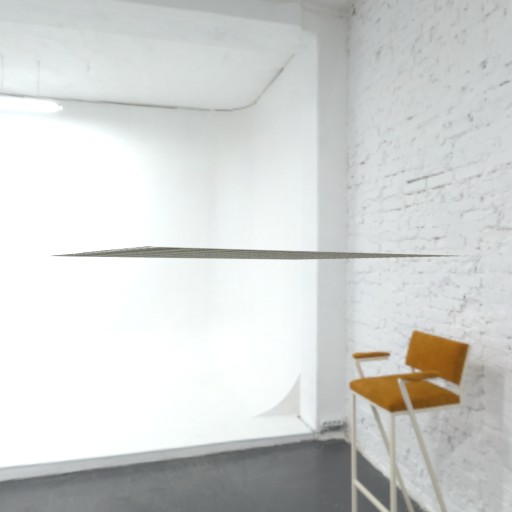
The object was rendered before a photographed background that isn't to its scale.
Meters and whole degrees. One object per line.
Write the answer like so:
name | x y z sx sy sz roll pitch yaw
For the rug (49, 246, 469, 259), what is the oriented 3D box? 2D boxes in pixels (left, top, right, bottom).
rug | 0.000 0.000 4.191 3.201 0.005 2.439 1 -2 -36
